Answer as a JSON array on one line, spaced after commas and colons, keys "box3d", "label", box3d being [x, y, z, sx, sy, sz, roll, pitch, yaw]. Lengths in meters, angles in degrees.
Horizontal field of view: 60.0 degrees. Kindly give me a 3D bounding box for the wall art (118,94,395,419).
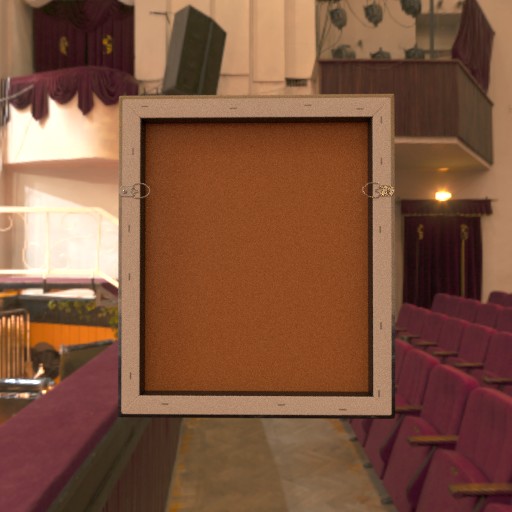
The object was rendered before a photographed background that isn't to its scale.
[{"box3d": [0.000, 0.000, 0.988, 0.608, 0.710, 0.041, 0, -1, 1], "label": "wall art"}]
